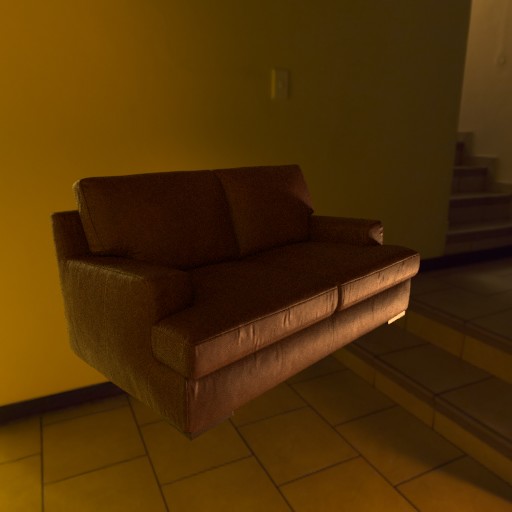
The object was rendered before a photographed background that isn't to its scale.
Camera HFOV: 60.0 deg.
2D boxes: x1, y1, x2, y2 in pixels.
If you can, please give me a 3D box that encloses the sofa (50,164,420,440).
[{"bbox_3d":[0.000,0.000,2.516,1.143,0.939,1.880,14,20,42],"label":"sofa"}]
